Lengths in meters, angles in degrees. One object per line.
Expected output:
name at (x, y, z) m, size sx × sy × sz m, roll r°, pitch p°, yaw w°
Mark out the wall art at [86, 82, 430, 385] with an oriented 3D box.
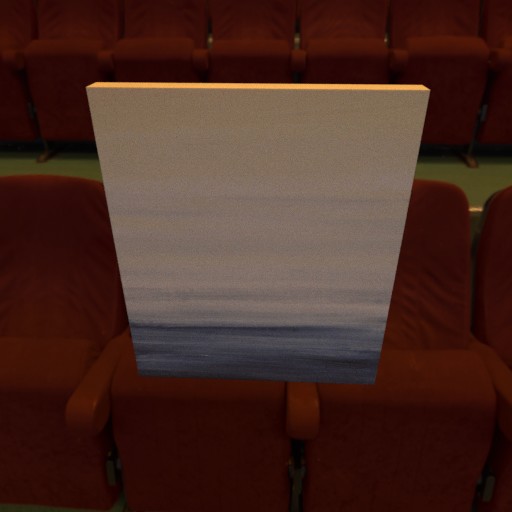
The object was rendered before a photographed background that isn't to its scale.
wall art at (0.000, 0.000, 0.704) m, size 0.435 × 0.511 × 0.037 m, roll 1°, pitch 30°, yaw 2°
